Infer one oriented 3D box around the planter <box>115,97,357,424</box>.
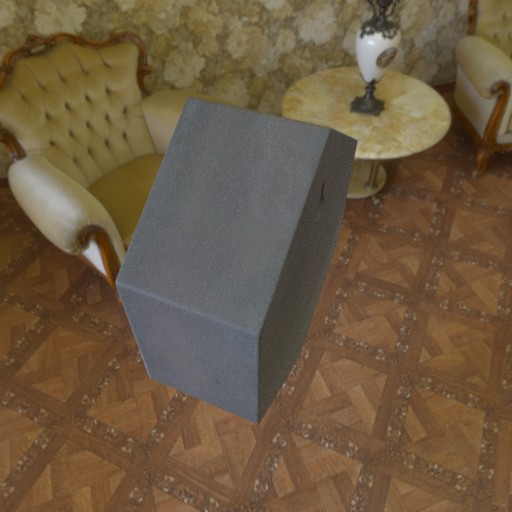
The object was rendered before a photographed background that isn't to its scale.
[{"bbox_3d":[0.000,0.000,0.292,0.077,0.206,0.169,18,50,16],"label":"planter"}]
